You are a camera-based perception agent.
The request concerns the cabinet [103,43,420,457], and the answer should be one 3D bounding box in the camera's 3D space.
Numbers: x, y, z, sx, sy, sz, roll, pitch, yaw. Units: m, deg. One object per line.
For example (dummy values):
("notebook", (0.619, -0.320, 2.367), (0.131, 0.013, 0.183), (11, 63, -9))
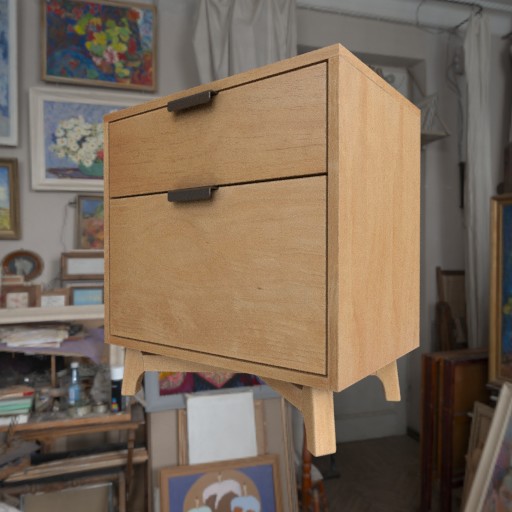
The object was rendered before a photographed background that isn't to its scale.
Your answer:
("cabinet", (0.000, 0.000, 0.924), (0.551, 0.599, 0.394), (1, 1, 37))
